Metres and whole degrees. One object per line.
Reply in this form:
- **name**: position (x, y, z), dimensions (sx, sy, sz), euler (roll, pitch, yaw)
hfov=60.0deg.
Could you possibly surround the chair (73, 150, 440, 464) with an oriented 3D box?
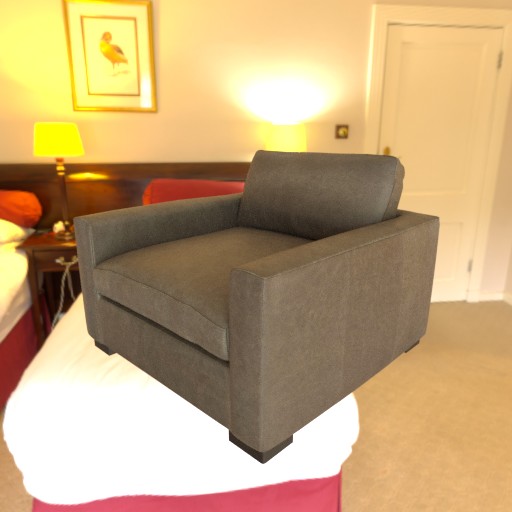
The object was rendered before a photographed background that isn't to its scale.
- **chair**: position (0.000, 0.000, 1.822), dimensions (1.106, 0.807, 1.080), euler (16, 23, 42)
